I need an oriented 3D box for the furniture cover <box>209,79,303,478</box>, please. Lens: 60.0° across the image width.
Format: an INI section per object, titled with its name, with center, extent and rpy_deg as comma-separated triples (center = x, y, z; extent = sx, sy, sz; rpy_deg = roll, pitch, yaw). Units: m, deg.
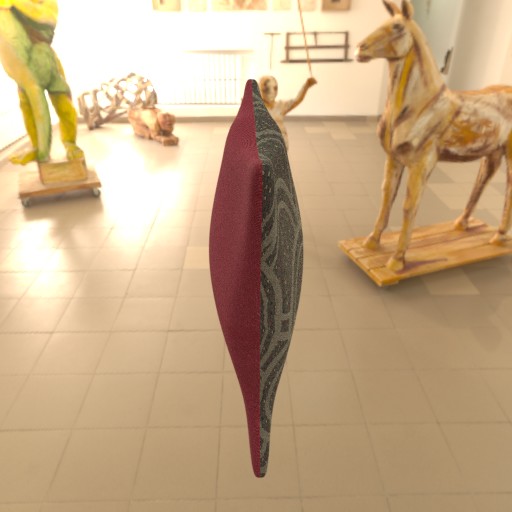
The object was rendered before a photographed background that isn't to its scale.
[furniture cover]
center = 0.000, 0.000, 0.786
extent = 0.163, 0.513, 0.514
rpy_deg = -1, 31, -1
